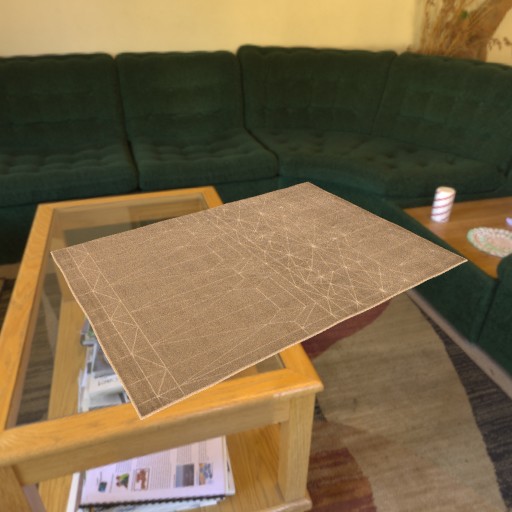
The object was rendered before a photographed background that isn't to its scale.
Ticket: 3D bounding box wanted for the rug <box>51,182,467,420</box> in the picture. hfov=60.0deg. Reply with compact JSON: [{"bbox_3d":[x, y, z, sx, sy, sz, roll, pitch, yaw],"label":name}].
[{"bbox_3d":[0.000,0.000,4.396,3.357,0.019,2.449,-19,36,-29],"label":"rug"}]
